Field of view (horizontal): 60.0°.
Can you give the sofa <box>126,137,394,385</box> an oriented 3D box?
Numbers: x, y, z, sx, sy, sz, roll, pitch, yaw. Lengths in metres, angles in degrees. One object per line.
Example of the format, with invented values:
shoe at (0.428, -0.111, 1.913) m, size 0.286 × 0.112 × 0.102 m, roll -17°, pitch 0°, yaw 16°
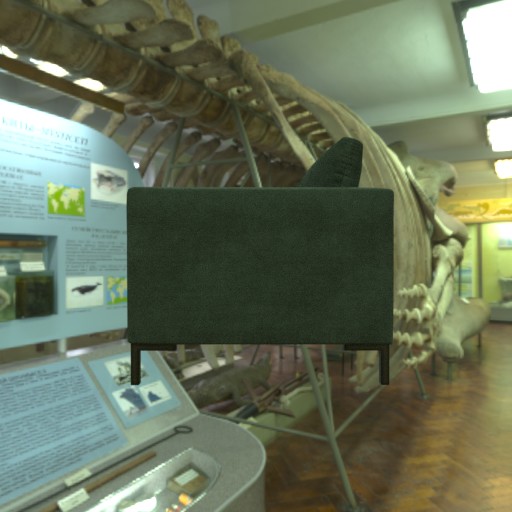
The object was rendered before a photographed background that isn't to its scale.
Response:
sofa at (0.000, 0.000, 2.211) m, size 0.875 × 0.817 × 1.676 m, roll 0°, pitch 0°, yaw 0°
